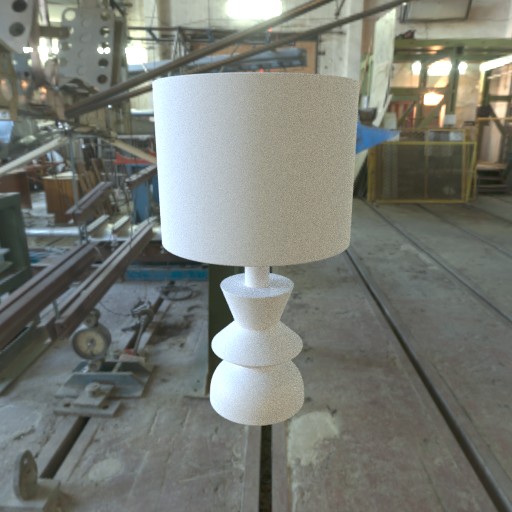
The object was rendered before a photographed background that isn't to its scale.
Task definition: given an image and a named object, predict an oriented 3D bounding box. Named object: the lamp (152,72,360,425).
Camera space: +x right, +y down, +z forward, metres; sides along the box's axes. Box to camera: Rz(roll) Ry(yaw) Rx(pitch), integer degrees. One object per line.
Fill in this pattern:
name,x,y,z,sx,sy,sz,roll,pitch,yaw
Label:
lamp,0.000,0.000,0.734,0.301,0.533,0.301,-15,22,-41
